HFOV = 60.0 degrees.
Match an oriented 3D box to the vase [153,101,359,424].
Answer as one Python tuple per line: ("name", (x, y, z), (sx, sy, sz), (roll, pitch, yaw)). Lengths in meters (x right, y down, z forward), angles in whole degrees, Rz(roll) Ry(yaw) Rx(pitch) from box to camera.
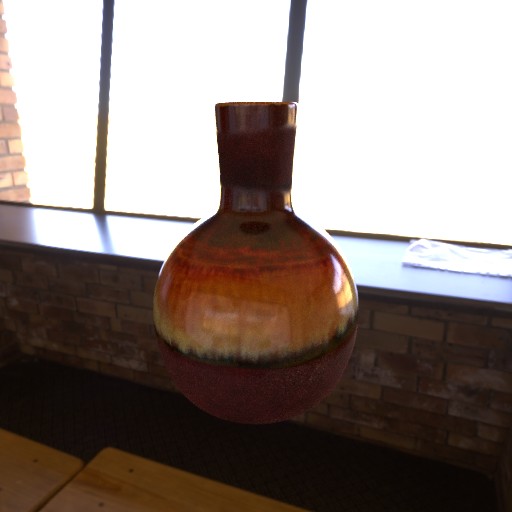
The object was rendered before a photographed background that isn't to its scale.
("vase", (0.000, 0.000, 0.237), (0.111, 0.154, 0.111), (0, 16, 0))
